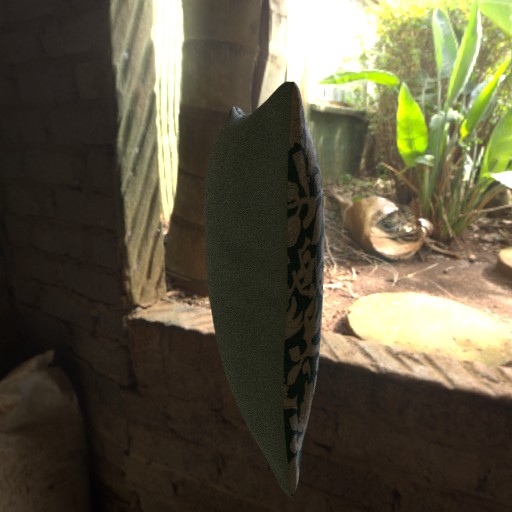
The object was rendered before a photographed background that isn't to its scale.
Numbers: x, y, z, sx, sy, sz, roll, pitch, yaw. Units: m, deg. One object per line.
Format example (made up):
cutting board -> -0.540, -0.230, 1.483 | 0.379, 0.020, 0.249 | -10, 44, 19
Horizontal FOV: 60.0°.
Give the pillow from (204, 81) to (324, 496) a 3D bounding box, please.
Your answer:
pillow -> 0.000, 0.000, 0.754 | 0.166, 0.508, 0.525 | -2, 16, -9
